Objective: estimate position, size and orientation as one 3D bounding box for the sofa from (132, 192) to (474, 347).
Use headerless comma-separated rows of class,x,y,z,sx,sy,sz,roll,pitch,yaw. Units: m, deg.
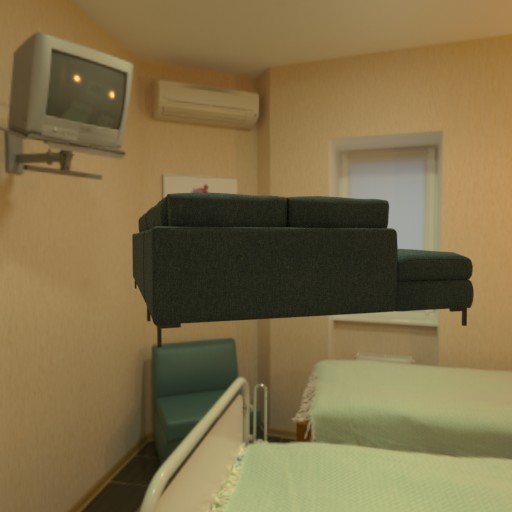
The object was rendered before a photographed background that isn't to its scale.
sofa,0.000,0.000,3.901,2.007,0.815,2.949,-1,2,-18
